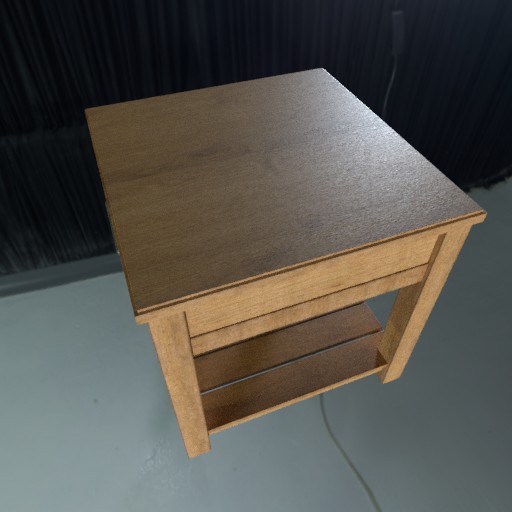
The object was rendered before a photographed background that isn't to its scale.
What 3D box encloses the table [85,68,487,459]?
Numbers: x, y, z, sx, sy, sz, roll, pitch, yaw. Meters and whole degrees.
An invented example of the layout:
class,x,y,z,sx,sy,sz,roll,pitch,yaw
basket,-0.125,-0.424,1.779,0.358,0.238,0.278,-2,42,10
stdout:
class,x,y,z,sx,sy,sz,roll,pitch,yaw
table,0.000,0.000,1.092,0.612,0.593,0.616,-16,48,-14
